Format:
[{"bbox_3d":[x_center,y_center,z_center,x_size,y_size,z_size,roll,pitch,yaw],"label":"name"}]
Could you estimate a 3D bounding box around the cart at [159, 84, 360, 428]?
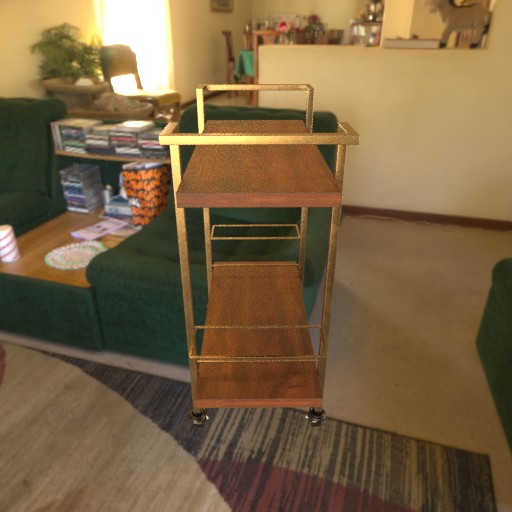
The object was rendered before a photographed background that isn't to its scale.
[{"bbox_3d":[0.000,0.000,1.217,0.364,0.807,0.695,0,28,-1],"label":"cart"}]
